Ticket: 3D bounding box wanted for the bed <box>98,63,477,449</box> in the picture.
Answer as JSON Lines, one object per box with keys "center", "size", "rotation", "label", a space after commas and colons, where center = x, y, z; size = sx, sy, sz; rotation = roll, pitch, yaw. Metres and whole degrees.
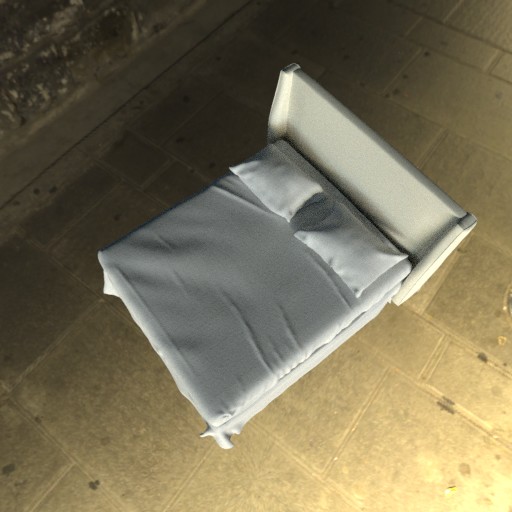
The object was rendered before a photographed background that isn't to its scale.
{"center": [0.000, 0.000, 3.523], "size": [2.276, 1.332, 1.925], "rotation": [-35, 68, -16], "label": "bed"}
